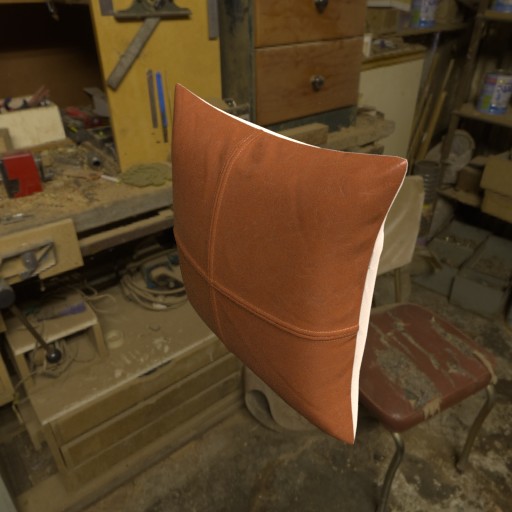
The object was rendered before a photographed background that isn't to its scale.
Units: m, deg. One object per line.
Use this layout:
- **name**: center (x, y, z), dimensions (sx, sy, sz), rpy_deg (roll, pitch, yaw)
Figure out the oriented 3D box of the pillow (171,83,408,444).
- **pillow**: center (0.000, 0.000, 0.746), dimensions (0.192, 0.477, 0.501), rpy_deg (-22, 38, -31)
